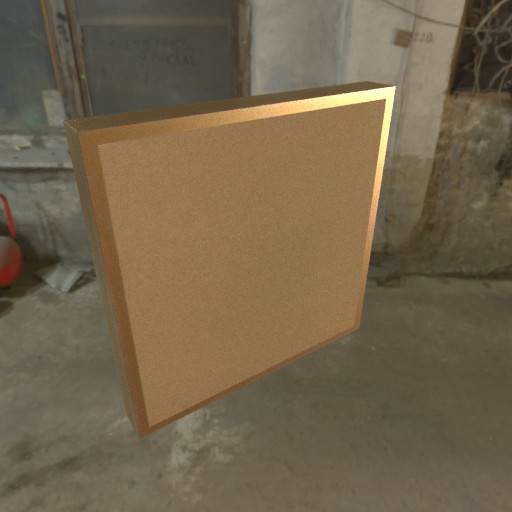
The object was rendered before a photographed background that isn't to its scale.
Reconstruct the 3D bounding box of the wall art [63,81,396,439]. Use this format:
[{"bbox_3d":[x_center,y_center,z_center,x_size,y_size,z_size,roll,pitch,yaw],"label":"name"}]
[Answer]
[{"bbox_3d":[0.000,0.000,0.452,0.306,0.305,0.038,-19,35,-29],"label":"wall art"}]
